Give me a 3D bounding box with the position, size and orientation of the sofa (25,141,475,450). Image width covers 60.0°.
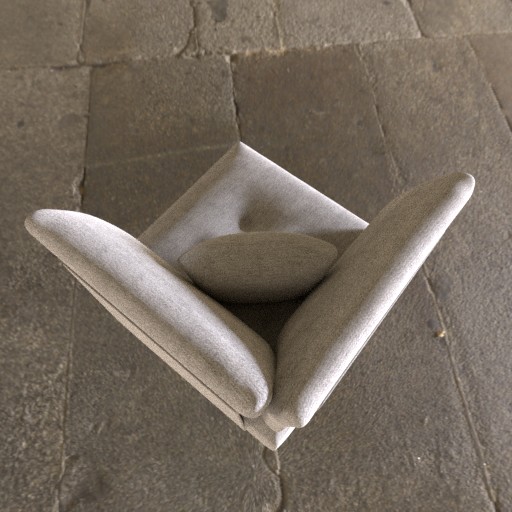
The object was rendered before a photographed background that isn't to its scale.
[{"bbox_3d":[0.000,0.000,1.682,1.000,0.820,1.000,36,69,16],"label":"sofa"}]
